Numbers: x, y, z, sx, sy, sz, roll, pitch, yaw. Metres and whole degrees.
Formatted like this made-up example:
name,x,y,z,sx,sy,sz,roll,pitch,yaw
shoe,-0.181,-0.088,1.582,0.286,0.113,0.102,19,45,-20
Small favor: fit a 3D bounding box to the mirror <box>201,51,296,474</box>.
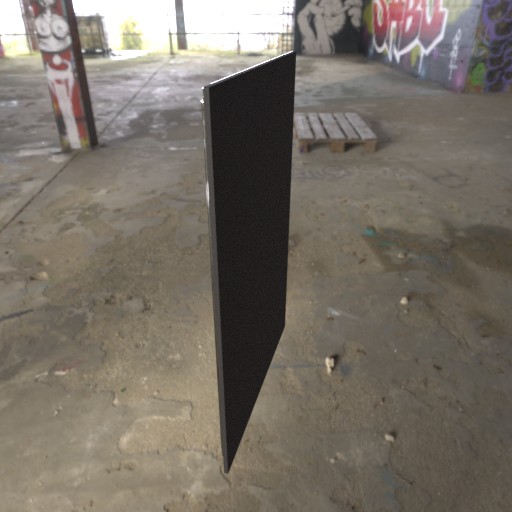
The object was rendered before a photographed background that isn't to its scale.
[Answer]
name,x,y,z,sx,sy,sz,roll,pitch,yaw
mirror,0.000,0.000,1.143,0.039,0.914,0.613,8,31,14
